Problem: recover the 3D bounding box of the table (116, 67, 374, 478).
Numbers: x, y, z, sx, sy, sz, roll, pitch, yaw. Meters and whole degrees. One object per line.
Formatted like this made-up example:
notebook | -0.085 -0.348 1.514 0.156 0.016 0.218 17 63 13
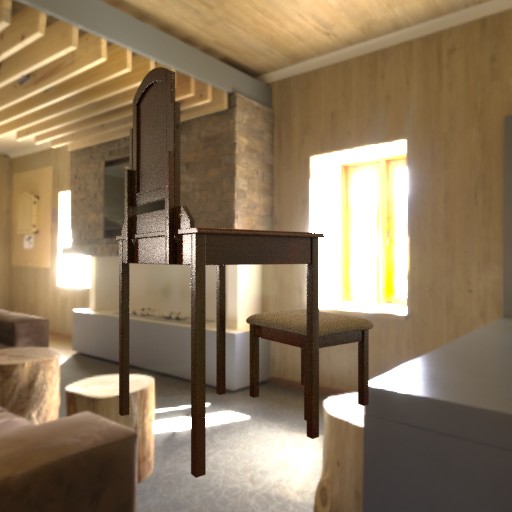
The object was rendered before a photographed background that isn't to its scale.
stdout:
table | 0.000 0.000 2.297 1.211 1.631 0.876 0 0 -36
